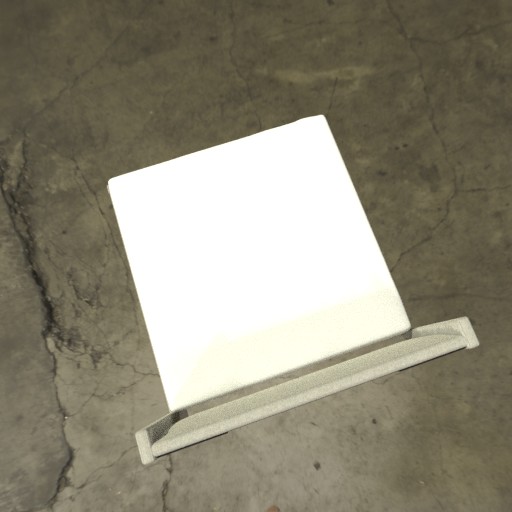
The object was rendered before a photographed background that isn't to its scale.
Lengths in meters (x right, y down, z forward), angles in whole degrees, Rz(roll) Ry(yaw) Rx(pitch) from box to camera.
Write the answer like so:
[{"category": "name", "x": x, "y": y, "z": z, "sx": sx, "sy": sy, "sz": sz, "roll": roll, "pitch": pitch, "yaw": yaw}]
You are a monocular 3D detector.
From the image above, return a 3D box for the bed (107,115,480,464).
[{"category": "bed", "x": 0.000, "y": 0.000, "z": 3.589, "sx": 2.140, "sy": 1.470, "sz": 2.280, "roll": -18, "pitch": 77, "yaw": -4}]
